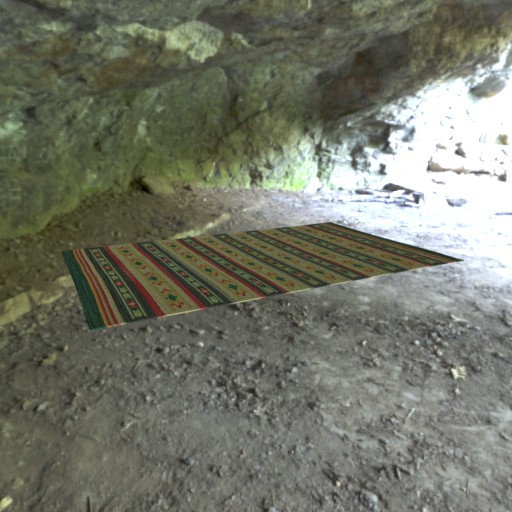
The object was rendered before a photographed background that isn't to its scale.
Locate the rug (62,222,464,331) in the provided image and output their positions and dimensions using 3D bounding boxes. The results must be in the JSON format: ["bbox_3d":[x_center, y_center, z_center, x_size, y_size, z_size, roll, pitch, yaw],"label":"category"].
[{"bbox_3d":[0.000,0.000,3.163,2.447,0.011,1.520,-8,17,-26],"label":"rug"}]
